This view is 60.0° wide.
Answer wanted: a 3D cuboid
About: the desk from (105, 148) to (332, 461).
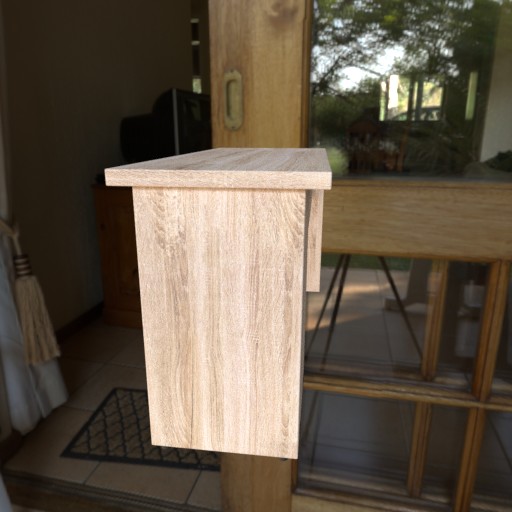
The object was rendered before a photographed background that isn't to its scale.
[{"bbox_3d":[0.000,0.000,1.673,0.500,0.750,1.300,2,16,8],"label":"desk"}]
